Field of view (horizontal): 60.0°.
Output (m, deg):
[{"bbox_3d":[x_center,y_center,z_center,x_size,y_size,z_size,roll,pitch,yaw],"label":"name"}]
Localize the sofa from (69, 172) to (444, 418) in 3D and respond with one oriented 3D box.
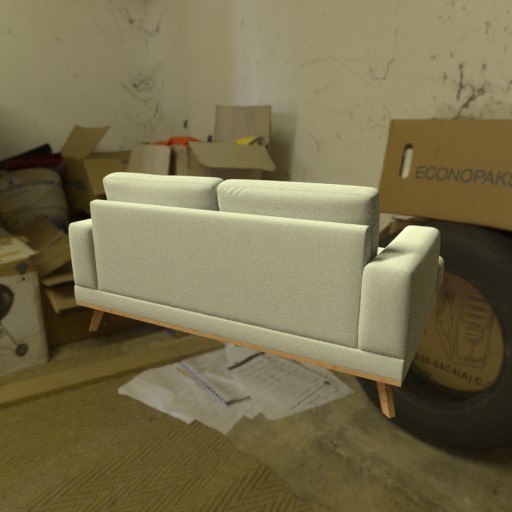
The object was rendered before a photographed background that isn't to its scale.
[{"bbox_3d":[0.000,0.000,2.184,1.651,0.810,0.915,8,18,27],"label":"sofa"}]
